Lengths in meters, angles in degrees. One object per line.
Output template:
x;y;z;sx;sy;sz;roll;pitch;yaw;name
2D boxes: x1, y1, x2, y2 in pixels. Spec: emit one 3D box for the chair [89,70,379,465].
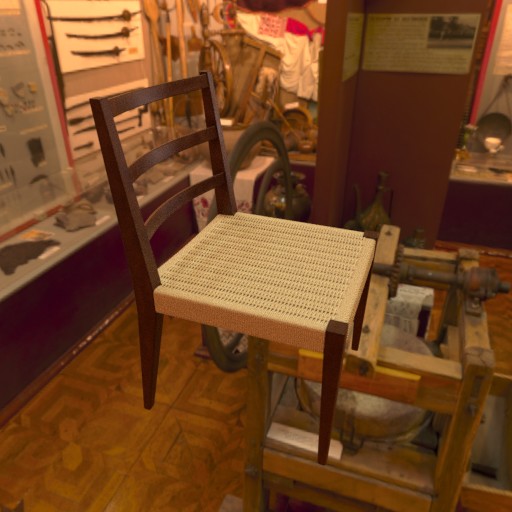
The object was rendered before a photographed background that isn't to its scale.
0.000;0.000;1.133;0.551;0.813;0.480;11;31;18;chair
